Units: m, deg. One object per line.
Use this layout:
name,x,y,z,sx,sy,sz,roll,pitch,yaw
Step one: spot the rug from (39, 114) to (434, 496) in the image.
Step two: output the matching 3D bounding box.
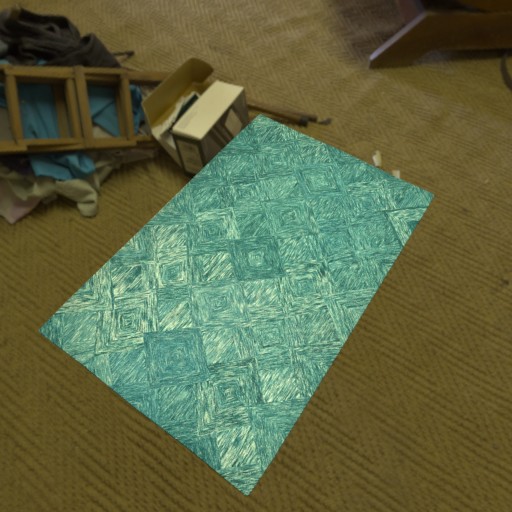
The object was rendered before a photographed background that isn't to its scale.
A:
rug,0.000,0.000,2.148,1.136,0.017,1.728,30,62,18
